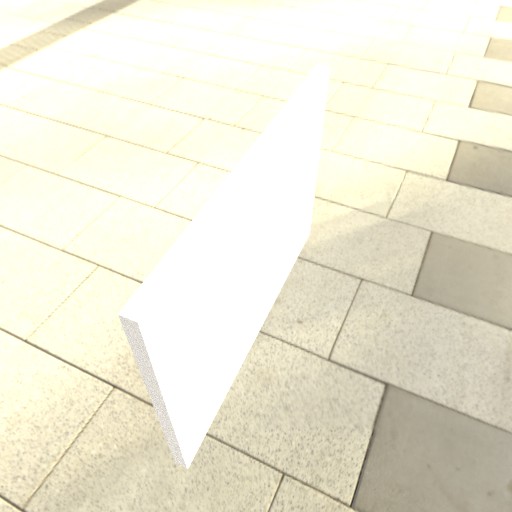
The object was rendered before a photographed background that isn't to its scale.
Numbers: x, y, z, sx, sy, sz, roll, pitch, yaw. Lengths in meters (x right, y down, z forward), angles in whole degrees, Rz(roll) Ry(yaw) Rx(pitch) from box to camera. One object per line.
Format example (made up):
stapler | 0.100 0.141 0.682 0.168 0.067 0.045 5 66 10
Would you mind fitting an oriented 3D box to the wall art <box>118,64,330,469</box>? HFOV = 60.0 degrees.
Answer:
wall art | 0.000 0.000 1.651 0.051 0.902 1.308 18 49 16
